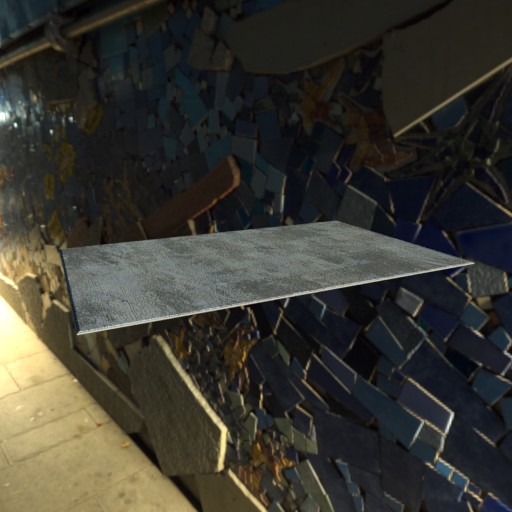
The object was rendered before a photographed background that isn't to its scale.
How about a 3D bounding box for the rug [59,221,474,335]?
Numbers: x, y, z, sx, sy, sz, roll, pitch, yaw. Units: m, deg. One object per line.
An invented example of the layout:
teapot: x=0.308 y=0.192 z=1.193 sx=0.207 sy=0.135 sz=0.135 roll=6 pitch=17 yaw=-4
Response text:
rug: x=0.000 y=0.000 z=3.058 sx=2.431 sy=0.012 sz=1.536 roll=-7 pitch=17 yaw=-25
